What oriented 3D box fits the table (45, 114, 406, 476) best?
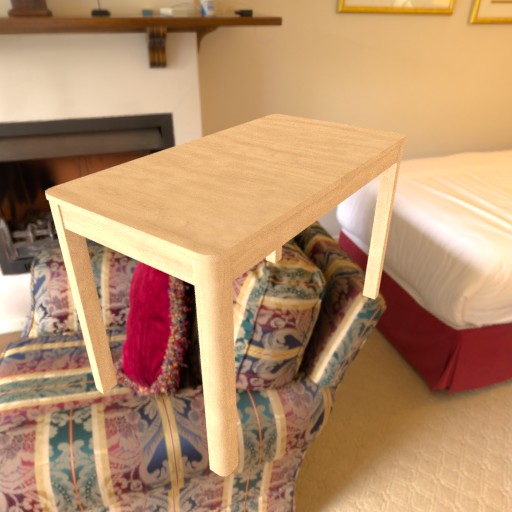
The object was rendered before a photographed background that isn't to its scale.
[{"bbox_3d":[0.000,0.000,1.985,0.750,0.900,1.400,20,36,30],"label":"table"}]
